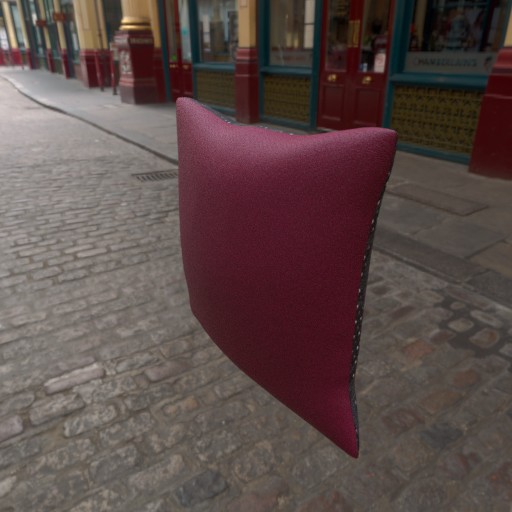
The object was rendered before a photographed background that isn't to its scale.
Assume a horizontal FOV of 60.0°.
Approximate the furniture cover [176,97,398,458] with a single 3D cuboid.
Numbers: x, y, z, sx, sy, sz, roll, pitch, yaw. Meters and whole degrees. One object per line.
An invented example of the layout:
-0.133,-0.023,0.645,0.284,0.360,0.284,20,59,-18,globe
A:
0.000,0.000,0.802,0.193,0.509,0.552,-16,29,-32,furniture cover
